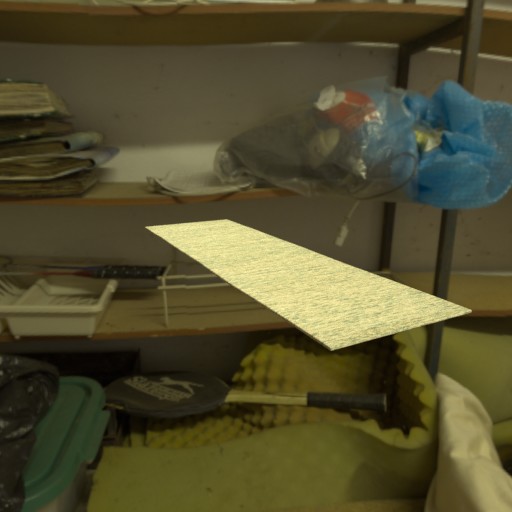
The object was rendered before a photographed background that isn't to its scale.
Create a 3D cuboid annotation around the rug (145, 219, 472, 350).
[{"bbox_3d":[0.000,0.000,2.550,0.700,0.014,2.290,-8,17,-27],"label":"rug"}]
